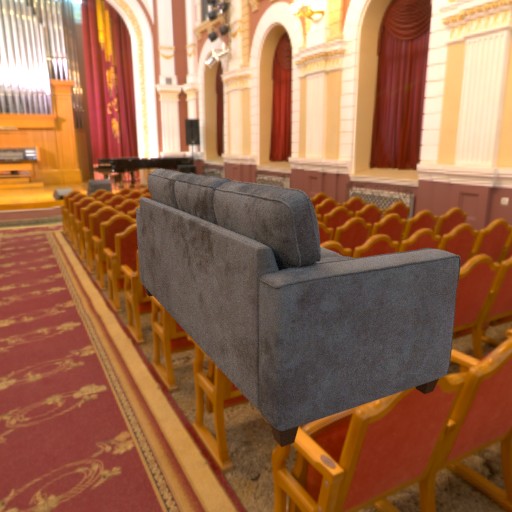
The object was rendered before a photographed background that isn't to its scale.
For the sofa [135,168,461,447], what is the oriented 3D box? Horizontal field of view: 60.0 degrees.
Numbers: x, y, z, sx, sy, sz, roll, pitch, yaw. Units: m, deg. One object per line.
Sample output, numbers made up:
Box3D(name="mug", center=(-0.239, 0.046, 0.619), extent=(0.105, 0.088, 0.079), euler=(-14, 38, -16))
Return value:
Box3D(name="sofa", center=(0.000, 0.000, 2.639), extent=(0.939, 0.965, 2.133), euler=(-7, 16, -27))
